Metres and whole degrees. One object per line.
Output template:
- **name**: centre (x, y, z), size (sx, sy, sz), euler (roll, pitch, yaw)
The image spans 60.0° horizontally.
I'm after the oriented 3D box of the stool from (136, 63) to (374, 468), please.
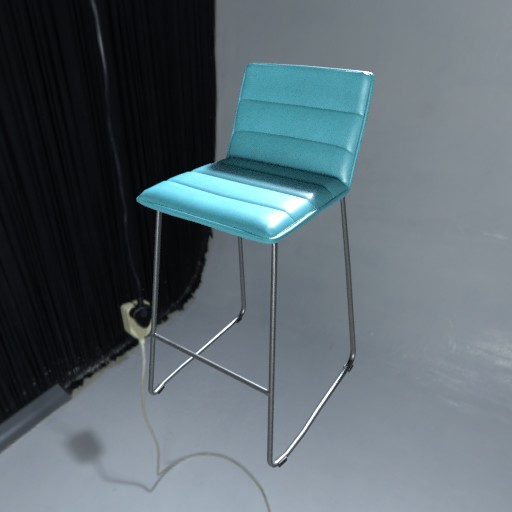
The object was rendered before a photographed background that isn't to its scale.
- **stool**: centre (0.000, 0.000, 1.234), size (0.489, 0.936, 0.524), euler (18, 34, 29)
